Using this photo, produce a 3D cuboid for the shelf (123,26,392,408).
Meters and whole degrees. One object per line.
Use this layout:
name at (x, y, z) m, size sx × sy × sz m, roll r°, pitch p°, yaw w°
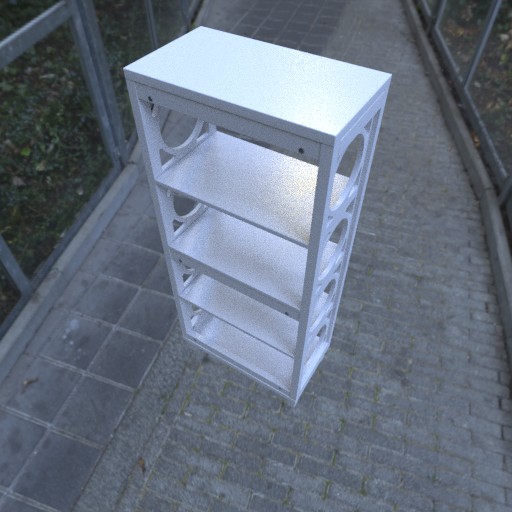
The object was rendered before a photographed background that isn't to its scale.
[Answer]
shelf at (0.000, 0.000, 1.664) m, size 0.611 × 1.411 × 0.340 m, roll 25°, pitch 52°, yaw 21°
